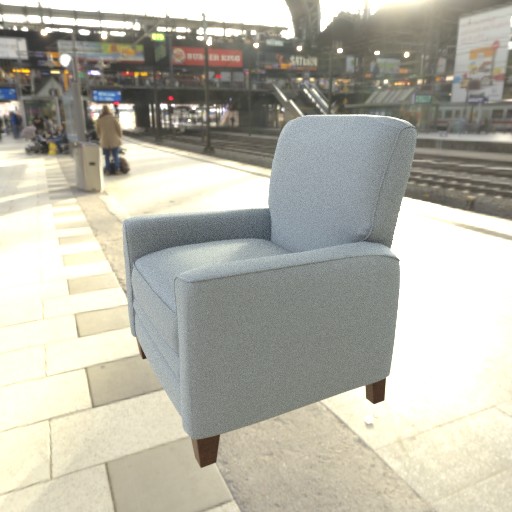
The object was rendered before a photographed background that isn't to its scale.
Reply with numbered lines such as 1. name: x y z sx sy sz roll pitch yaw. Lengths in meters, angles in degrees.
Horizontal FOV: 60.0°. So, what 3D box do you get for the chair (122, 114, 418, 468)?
1. chair: 0.000 0.000 1.655 0.846 1.007 0.853 -9 19 -26
